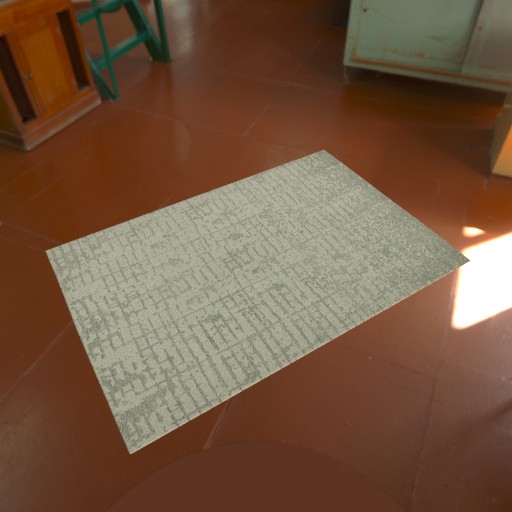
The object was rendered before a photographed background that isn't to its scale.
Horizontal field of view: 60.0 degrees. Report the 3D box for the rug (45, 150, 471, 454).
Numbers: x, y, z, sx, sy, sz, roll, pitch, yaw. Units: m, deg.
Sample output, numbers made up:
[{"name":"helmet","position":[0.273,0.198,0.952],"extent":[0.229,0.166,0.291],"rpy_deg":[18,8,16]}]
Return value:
[{"name":"rug","position":[0.000,0.000,2.278],"extent":[1.827,0.007,1.211],"rpy_deg":[-24,50,-22]}]
